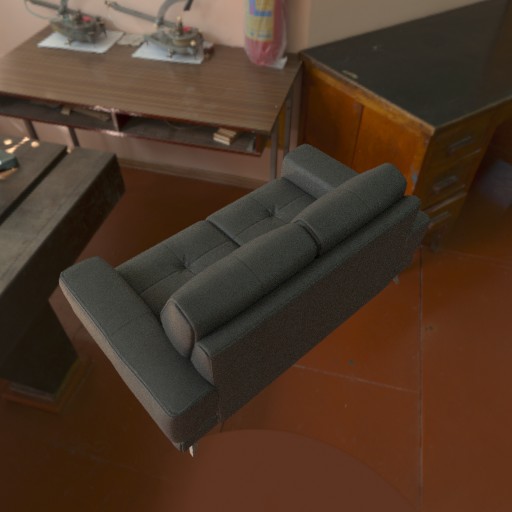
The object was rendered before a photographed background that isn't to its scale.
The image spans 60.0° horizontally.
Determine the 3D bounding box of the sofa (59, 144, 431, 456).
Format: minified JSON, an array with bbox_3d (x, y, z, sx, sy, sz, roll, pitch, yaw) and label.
[{"bbox_3d":[0.000,0.000,2.401,1.806,0.907,1.018,-33,55,-27],"label":"sofa"}]
